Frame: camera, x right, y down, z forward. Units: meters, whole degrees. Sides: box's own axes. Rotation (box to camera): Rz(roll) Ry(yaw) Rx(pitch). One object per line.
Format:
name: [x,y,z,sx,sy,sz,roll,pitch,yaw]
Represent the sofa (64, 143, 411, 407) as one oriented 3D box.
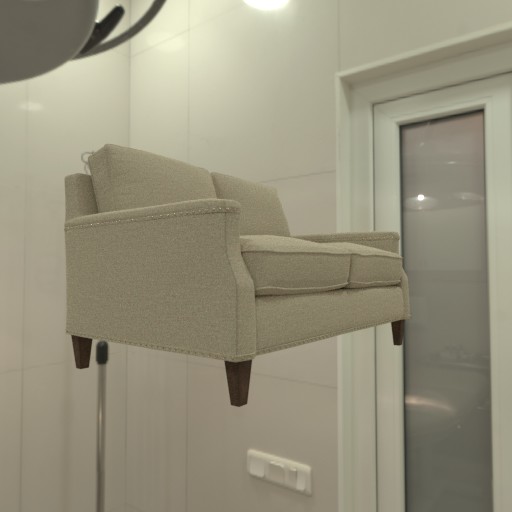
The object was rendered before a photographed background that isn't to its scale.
sofa: [0.000,0.000,2.278,1.084,1.003,1.597,-2,-3,37]
